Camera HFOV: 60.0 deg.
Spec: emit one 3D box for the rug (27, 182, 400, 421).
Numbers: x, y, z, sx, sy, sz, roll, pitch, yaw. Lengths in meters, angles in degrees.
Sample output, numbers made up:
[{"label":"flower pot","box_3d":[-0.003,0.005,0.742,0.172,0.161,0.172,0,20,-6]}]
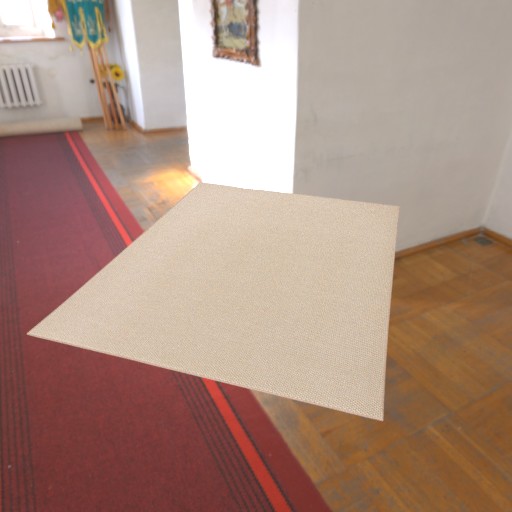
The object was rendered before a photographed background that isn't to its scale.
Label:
[{"label":"rug","box_3d":[0.000,0.000,4.066,2.462,0.018,3.039,9,32,15]}]
